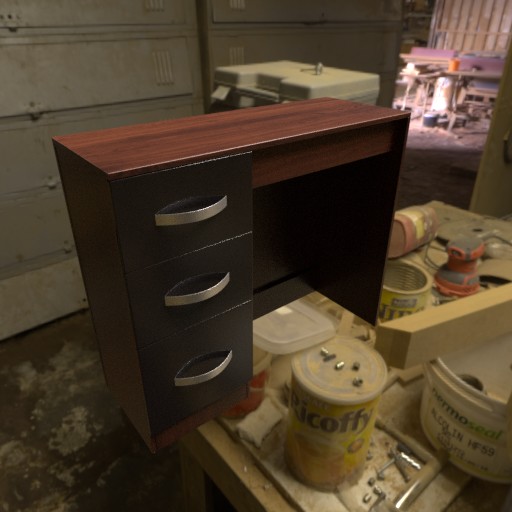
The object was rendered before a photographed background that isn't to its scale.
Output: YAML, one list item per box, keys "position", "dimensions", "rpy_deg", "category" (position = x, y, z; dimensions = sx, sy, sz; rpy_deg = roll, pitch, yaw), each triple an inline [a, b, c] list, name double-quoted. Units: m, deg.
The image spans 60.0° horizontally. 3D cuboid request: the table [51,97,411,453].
- position: [0.000, 0.000, 1.355]
  dimensions: [0.930, 0.790, 0.380]
  rpy_deg: [-21, 35, -33]
  category: "table"
